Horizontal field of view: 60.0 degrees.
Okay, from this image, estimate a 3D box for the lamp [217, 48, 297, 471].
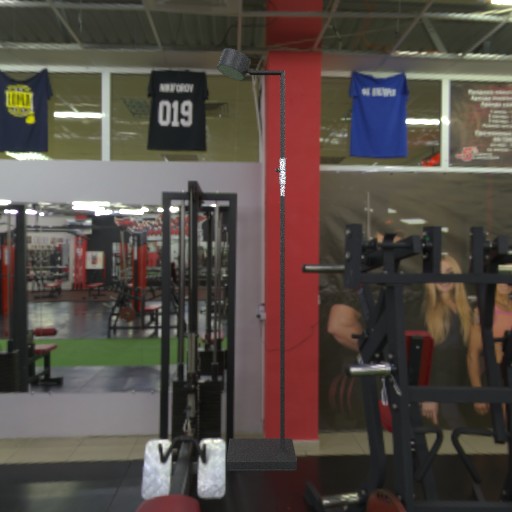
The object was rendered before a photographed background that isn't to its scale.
[{"bbox_3d":[0.000,0.000,1.742,0.304,1.600,0.203,0,0,0],"label":"lamp"}]
